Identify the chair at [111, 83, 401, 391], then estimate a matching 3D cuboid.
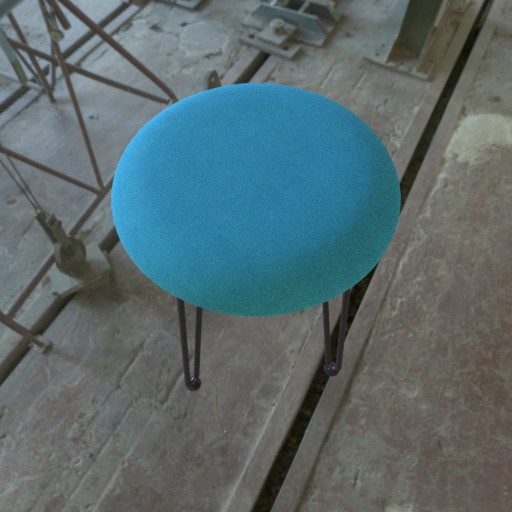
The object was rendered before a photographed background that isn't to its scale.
[{"bbox_3d":[0.000,0.000,0.691,0.350,0.430,0.350,-15,60,-9],"label":"chair"}]
